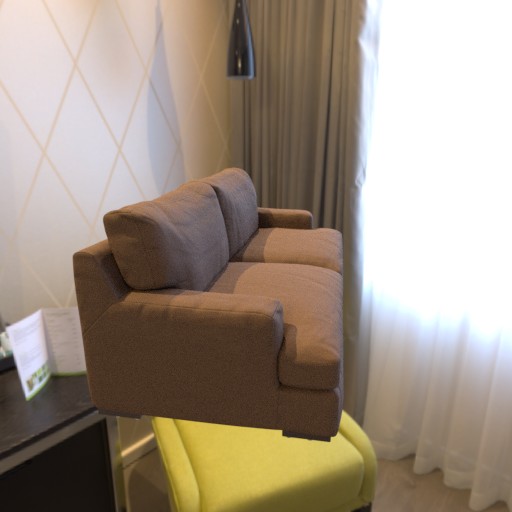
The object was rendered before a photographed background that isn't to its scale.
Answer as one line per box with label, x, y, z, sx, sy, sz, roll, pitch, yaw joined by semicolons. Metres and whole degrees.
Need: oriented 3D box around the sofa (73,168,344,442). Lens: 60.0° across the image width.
sofa;0.000;0.000;2.850;1.140;0.950;2.274;3;17;10
